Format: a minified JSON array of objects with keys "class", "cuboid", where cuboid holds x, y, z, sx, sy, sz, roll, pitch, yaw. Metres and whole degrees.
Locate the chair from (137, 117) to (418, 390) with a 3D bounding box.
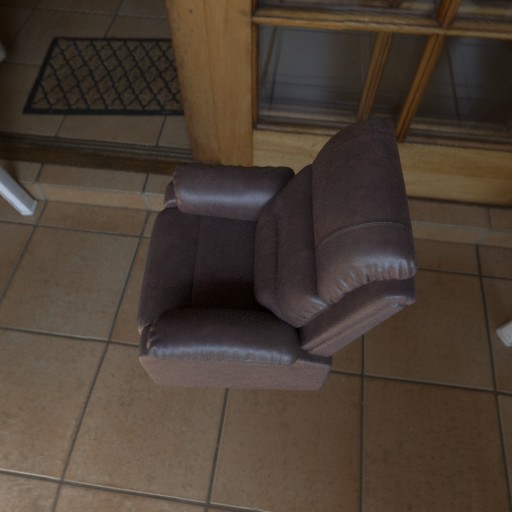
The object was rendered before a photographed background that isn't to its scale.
[{"class":"chair","cuboid":[0.000,0.000,1.704,0.919,0.992,0.855,1,60,1]}]
